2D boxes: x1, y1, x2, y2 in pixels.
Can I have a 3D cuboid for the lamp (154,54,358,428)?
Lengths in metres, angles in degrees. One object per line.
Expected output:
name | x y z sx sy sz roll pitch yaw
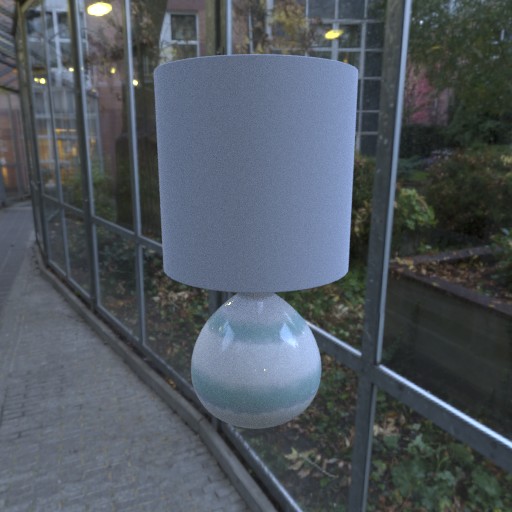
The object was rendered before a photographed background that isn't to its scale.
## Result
lamp | 0.000 0.000 0.528 0.217 0.404 0.217 -2 14 -9
